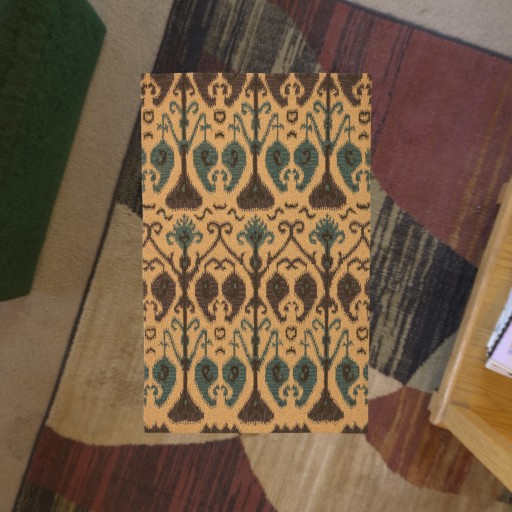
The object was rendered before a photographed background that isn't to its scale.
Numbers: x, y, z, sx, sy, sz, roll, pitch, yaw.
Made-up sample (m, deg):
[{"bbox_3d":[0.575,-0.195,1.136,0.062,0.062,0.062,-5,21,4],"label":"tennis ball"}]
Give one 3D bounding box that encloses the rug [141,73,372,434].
[{"bbox_3d":[0.000,0.000,2.085,1.072,0.013,1.698,0,92,0],"label":"rug"}]
